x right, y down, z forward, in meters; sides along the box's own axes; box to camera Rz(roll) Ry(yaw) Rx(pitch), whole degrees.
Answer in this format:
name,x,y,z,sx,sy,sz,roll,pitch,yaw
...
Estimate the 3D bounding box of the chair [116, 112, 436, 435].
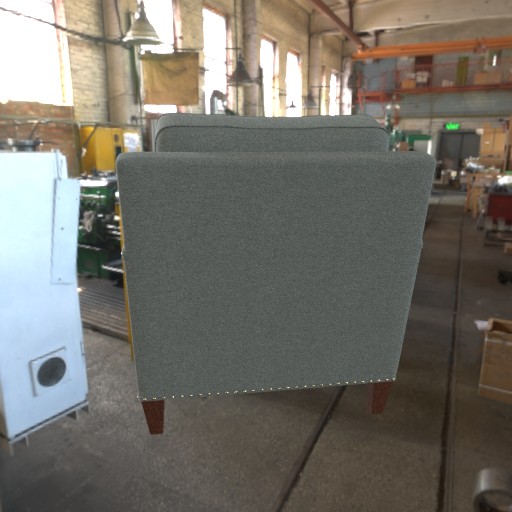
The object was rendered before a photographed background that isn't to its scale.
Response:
name,x,y,z,sx,sy,sz,roll,pitch,yaw
chair,0.000,0.000,1.741,0.885,1.031,1.031,-2,14,-8
